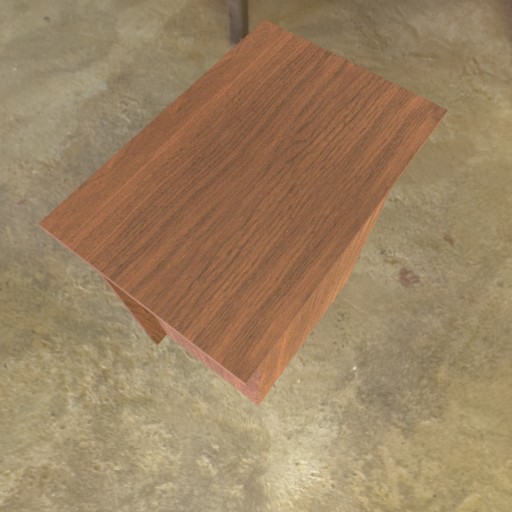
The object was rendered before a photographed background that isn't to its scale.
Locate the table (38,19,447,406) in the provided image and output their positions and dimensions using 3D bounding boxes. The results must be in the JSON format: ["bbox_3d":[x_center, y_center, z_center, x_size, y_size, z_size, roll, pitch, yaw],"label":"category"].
[{"bbox_3d":[0.000,0.000,1.054,0.406,0.711,0.589,34,69,15],"label":"table"}]
